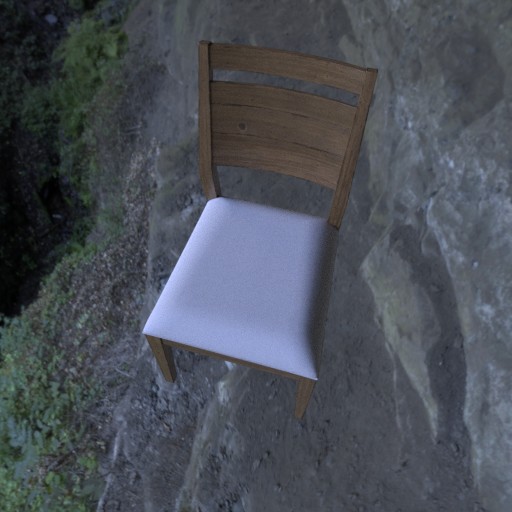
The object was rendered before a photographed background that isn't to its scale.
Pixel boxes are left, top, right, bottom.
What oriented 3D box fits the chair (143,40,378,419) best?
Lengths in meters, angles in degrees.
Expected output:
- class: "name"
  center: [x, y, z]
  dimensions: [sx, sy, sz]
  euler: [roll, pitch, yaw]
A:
- class: "chair"
  center: [0.000, 0.000, 1.288]
  dimensions: [0.497, 0.939, 0.610]
  euler: [13, 59, 8]
